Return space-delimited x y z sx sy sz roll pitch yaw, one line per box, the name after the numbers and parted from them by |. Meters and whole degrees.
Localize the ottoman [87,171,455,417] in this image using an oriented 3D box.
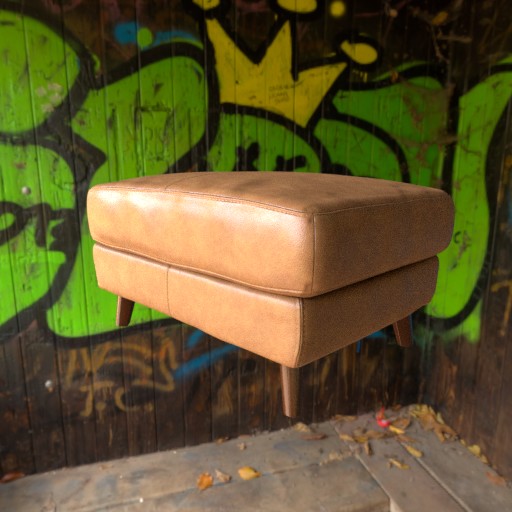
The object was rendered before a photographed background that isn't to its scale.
0.000 0.000 1.229 0.630 0.461 0.869 -12 17 -44 | ottoman
